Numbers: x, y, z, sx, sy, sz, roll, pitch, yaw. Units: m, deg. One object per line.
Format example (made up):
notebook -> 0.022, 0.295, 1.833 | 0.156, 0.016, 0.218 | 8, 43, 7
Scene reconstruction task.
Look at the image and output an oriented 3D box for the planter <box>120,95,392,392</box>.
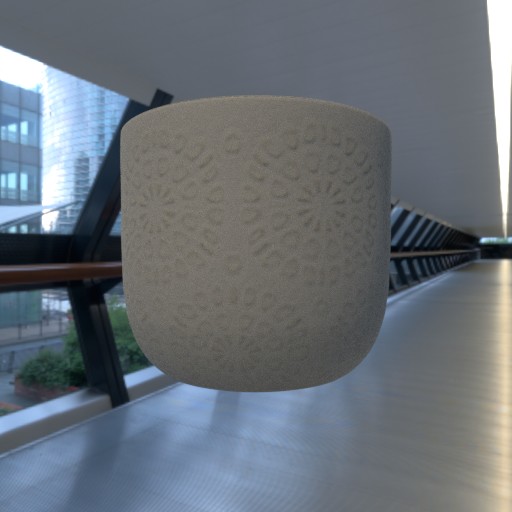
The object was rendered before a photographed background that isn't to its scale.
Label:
planter -> 0.000, 0.000, 0.212 | 0.124, 0.109, 0.124 | 0, 0, 0
